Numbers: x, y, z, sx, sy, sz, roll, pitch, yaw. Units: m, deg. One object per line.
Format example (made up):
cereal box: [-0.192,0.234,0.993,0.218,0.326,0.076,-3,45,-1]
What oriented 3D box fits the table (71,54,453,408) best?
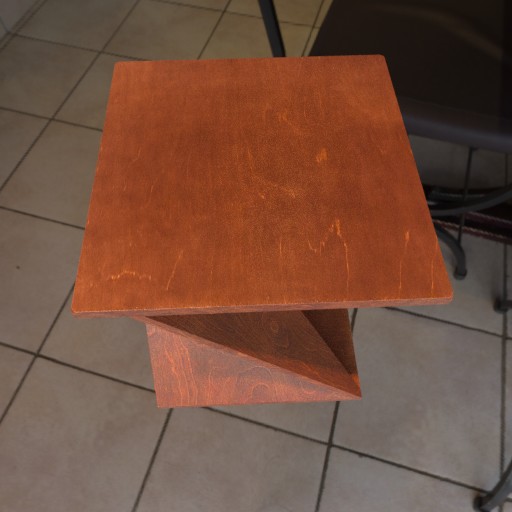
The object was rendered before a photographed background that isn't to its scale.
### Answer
table: [0.000,0.000,0.823,0.427,0.520,0.427,-2,60,-1]
